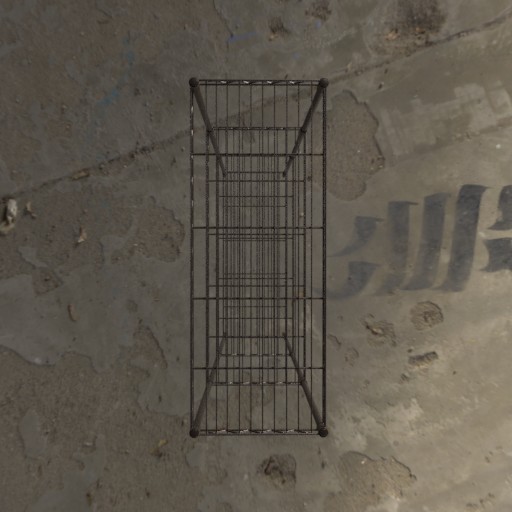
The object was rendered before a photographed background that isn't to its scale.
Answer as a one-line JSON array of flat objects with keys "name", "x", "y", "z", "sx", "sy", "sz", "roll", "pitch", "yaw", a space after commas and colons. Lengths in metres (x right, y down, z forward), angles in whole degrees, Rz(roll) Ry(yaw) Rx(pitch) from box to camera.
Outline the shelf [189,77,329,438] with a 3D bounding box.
[{"name": "shelf", "x": 0.000, "y": 0.000, "z": 1.794, "sx": 0.352, "sy": 1.361, "sz": 0.907, "roll": 0, "pitch": 91, "yaw": -1}]
